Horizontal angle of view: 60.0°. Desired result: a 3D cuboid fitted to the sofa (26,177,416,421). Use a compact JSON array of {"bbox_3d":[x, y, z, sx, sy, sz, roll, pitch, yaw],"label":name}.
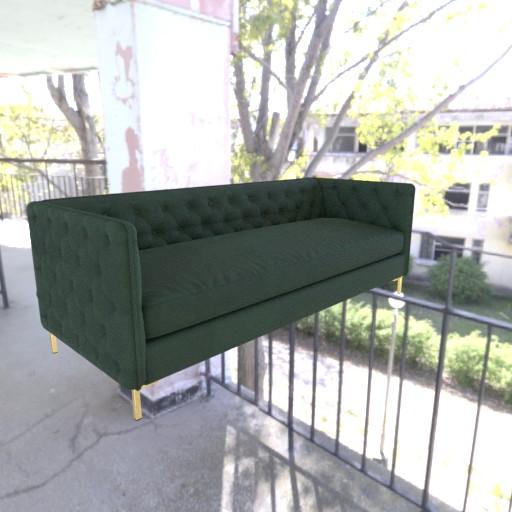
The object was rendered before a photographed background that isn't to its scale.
[{"bbox_3d":[0.000,0.000,2.588,0.895,0.771,2.209,14,19,43],"label":"sofa"}]
